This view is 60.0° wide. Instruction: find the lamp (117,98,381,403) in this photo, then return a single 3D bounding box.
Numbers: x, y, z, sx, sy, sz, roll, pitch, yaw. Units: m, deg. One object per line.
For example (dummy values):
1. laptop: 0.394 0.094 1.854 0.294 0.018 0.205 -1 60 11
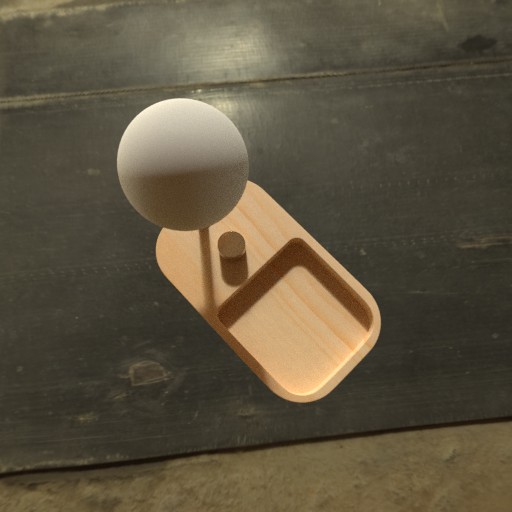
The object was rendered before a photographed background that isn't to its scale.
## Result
1. lamp: 0.000 0.000 0.475 0.173 0.253 0.331 -43 79 -10
